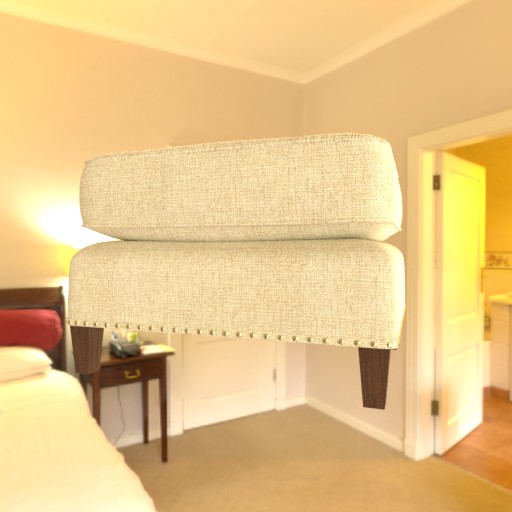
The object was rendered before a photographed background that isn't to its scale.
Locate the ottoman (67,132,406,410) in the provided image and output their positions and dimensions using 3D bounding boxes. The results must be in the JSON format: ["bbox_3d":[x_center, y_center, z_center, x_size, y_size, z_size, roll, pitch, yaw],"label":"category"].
[{"bbox_3d":[0.000,0.000,1.164,0.738,0.537,0.589,0,1,20],"label":"ottoman"}]
